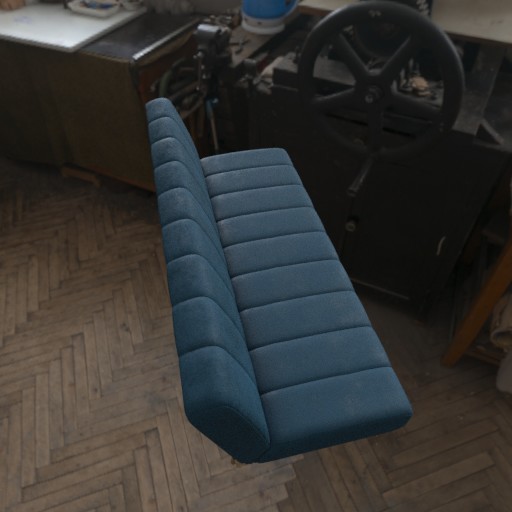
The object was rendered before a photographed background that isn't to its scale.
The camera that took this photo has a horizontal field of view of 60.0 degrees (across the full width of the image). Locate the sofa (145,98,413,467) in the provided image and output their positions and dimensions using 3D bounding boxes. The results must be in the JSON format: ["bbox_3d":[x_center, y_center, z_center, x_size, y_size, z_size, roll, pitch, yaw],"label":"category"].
[{"bbox_3d":[0.000,0.000,2.171,0.830,0.825,1.810,-10,48,-9],"label":"sofa"}]
